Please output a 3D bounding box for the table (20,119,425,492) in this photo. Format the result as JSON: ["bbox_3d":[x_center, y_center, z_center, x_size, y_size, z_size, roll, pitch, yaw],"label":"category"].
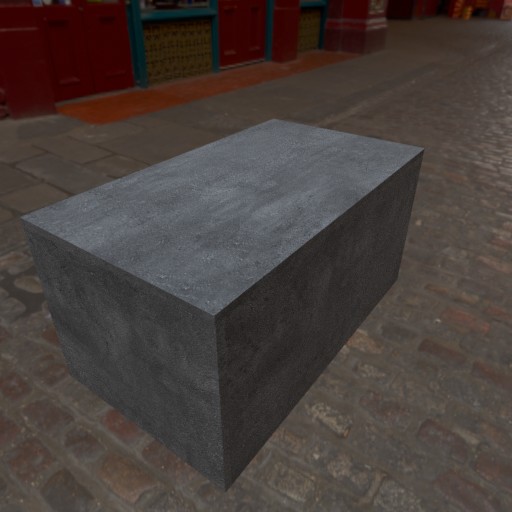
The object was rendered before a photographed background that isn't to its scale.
[{"bbox_3d":[0.000,0.000,0.922,0.400,0.350,0.700,21,38,30],"label":"table"}]
